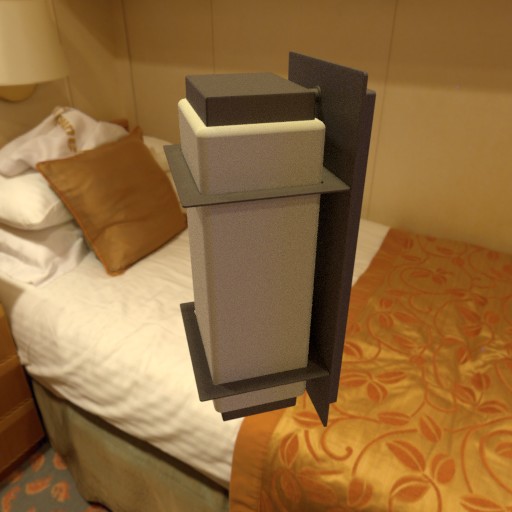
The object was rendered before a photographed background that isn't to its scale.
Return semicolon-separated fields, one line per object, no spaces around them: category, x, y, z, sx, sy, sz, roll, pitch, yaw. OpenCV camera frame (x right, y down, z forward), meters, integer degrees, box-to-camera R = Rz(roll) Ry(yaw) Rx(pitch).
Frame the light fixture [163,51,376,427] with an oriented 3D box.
light fixture;0.000;0.000;0.429;0.146;0.347;0.153;-8;31;-13
